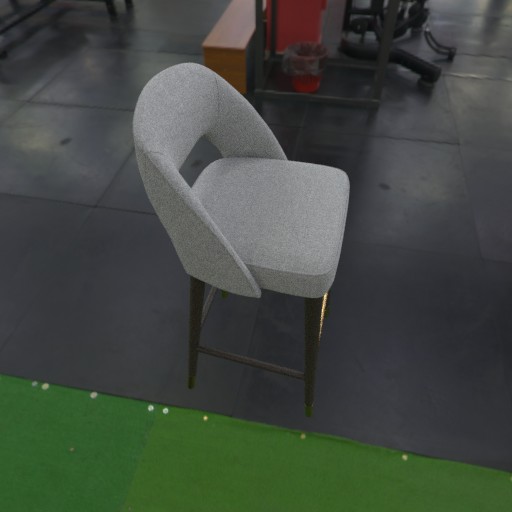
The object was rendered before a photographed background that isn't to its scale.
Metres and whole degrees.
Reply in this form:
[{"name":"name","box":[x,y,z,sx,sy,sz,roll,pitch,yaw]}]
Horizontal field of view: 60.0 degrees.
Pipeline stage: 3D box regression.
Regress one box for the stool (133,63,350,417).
[{"name":"stool","box":[0.000,0.000,1.342,0.509,1.037,0.494,10,48,9]}]
